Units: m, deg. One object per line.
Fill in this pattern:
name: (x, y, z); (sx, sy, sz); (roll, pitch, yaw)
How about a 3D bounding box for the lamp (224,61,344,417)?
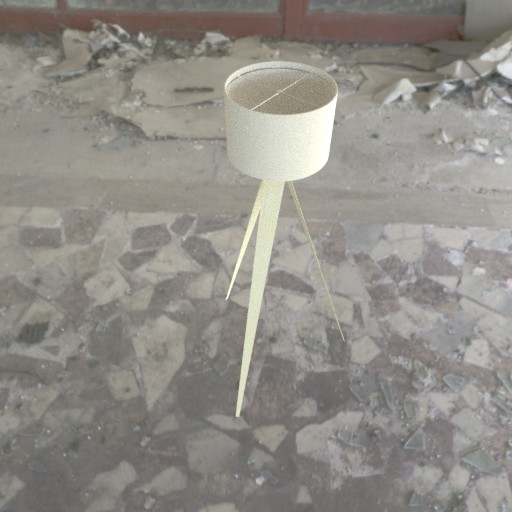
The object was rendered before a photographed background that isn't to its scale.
lamp: (0.000, 0.000, 1.911); (0.716, 1.524, 0.724); (31, 54, 25)
